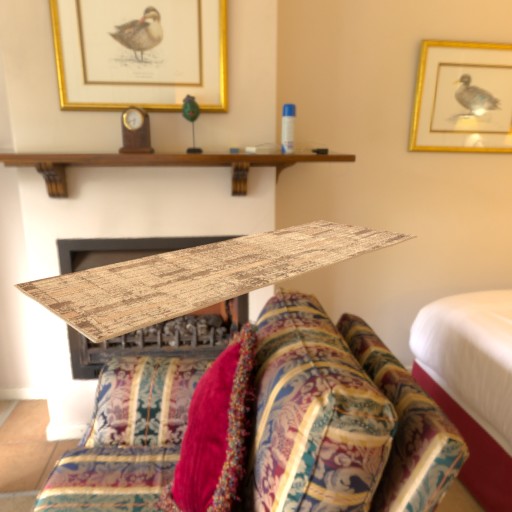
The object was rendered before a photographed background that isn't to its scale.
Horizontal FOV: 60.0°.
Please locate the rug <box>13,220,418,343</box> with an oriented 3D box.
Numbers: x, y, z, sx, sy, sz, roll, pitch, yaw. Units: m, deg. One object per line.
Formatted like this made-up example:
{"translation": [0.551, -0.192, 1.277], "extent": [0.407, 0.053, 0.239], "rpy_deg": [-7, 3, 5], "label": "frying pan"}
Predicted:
{"translation": [0.000, 0.000, 2.599], "extent": [2.383, 0.018, 0.857], "rpy_deg": [-14, 21, -43], "label": "rug"}
